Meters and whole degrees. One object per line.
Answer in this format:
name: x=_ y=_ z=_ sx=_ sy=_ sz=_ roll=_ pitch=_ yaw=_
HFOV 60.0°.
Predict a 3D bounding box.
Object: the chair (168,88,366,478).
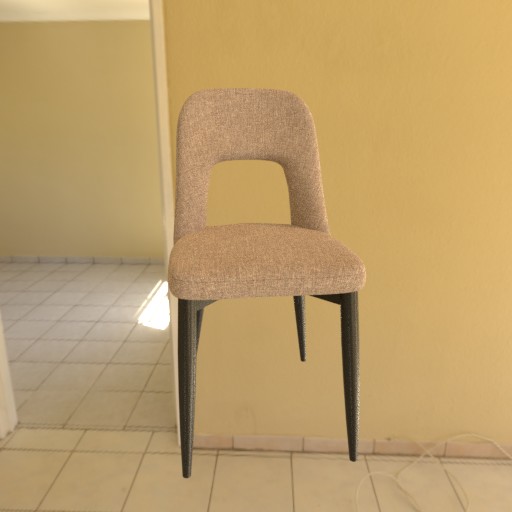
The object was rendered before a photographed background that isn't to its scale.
chair: x=0.000 y=0.000 z=1.246 sx=0.470 sy=0.931 sz=0.612 roll=-2 pitch=16 yaw=-7
